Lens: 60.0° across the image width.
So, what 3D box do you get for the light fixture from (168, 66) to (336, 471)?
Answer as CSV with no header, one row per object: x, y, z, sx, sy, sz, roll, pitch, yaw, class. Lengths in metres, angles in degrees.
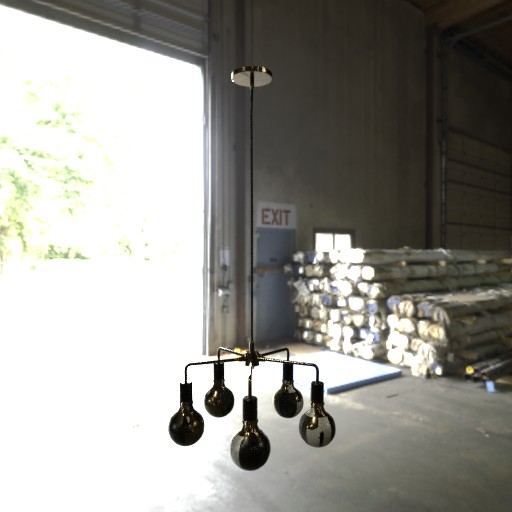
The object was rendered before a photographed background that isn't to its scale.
0.000,0.000,1.223,0.438,0.988,0.421,0,1,37,light fixture
